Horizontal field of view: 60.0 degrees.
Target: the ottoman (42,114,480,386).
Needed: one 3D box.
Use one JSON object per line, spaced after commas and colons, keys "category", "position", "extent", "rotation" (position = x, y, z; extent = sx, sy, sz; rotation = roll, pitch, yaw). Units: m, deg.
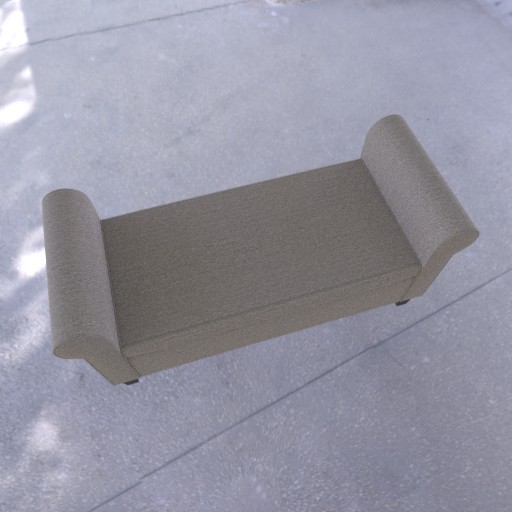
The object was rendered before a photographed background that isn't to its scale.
{"category": "ottoman", "position": [0.000, 0.000, 1.550], "extent": [1.256, 0.547, 0.521], "rotation": [-15, 61, -8]}
